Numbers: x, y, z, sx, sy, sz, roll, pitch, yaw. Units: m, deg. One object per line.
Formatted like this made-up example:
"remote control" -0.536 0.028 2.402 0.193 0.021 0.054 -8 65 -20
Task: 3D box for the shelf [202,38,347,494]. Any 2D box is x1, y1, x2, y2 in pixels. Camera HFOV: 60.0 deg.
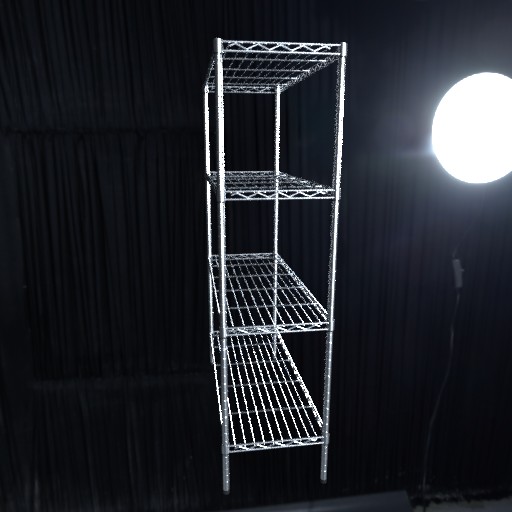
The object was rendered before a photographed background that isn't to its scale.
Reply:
"shelf" 0.000 0.000 1.728 0.352 1.360 0.907 -2 14 -8
